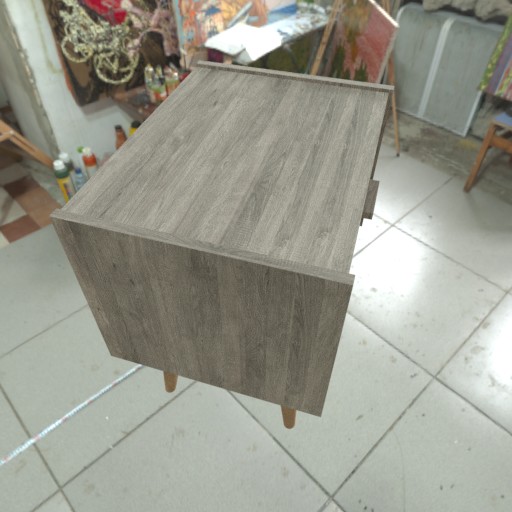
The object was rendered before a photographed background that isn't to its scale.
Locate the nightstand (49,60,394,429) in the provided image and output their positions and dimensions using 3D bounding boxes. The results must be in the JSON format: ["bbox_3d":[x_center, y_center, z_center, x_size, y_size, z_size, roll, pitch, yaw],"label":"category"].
[{"bbox_3d":[0.000,0.000,0.841,0.380,0.500,0.480,13,47,12],"label":"nightstand"}]
